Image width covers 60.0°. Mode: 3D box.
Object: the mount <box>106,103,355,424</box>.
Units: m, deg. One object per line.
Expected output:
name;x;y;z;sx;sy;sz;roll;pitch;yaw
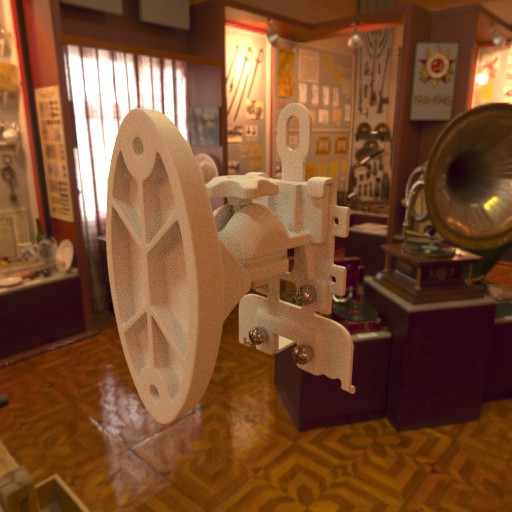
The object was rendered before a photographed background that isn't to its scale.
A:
mount;0.000;0.000;0.177;0.066;0.118;0.100;14;21;43
